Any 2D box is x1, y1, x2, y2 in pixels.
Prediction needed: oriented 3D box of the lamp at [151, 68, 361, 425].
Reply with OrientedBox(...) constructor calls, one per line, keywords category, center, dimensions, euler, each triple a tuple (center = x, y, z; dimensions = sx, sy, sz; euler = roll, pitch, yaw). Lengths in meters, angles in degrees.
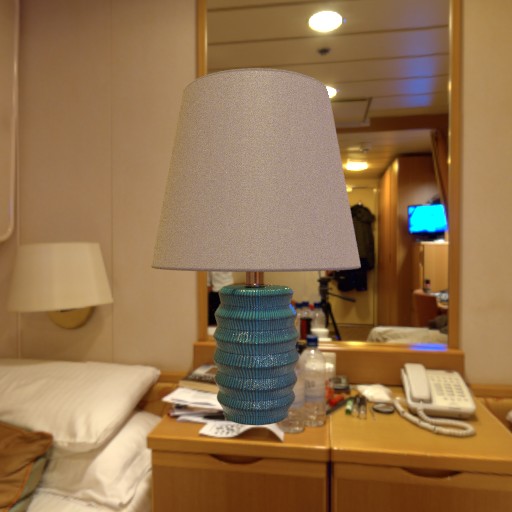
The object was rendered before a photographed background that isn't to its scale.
OrientedBox(category="lamp", center=(0.000, 0.000, 0.552), dimensions=(0.254, 0.392, 0.254), euler=(0, 1, 0))
